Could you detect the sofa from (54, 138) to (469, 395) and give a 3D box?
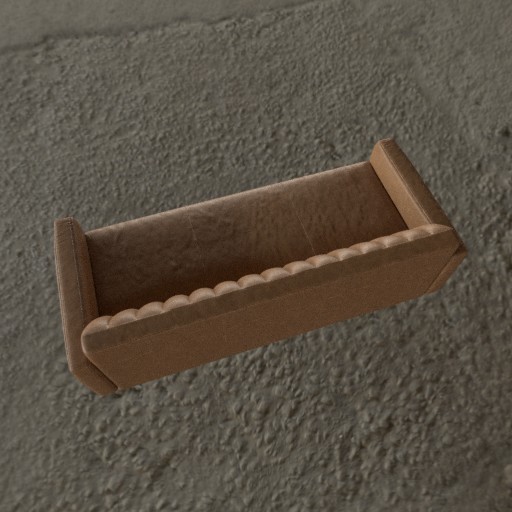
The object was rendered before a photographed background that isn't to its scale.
[{"bbox_3d":[0.000,0.000,2.768,2.291,0.821,0.990,-16,60,-9],"label":"sofa"}]
